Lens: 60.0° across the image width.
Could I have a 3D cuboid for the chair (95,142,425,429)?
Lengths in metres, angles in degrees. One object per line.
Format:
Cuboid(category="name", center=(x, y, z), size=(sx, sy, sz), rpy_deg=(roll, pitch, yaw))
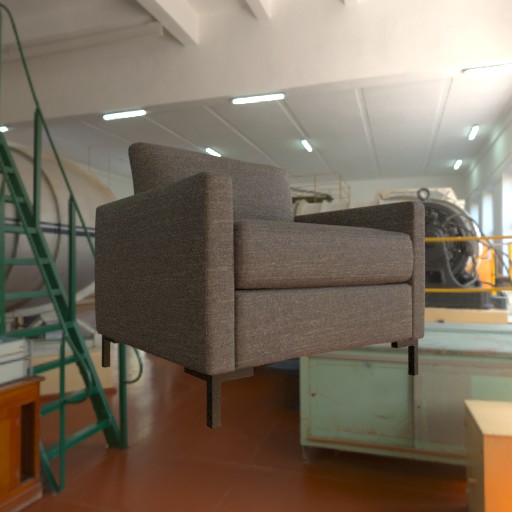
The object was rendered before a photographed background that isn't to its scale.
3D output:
Cuboid(category="chair", center=(0.000, 0.000, 1.626), size=(0.940, 0.841, 0.845), rpy_deg=(1, -1, -37))
